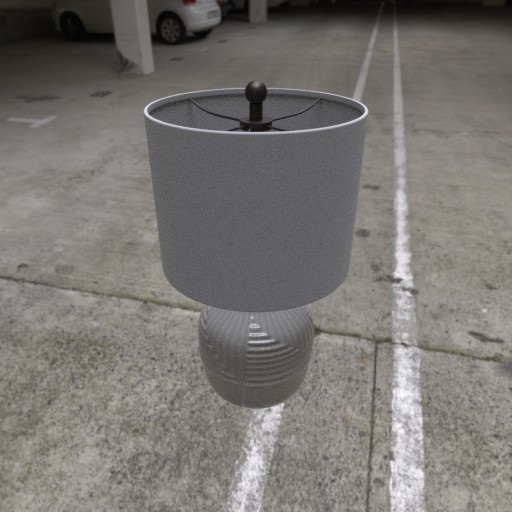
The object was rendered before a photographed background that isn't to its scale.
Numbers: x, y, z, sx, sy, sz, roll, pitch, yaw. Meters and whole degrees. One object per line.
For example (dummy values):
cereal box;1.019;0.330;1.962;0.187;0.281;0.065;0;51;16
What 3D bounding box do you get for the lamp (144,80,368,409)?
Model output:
lamp;0.000;0.000;0.763;0.318;0.567;0.318;0;29;0
